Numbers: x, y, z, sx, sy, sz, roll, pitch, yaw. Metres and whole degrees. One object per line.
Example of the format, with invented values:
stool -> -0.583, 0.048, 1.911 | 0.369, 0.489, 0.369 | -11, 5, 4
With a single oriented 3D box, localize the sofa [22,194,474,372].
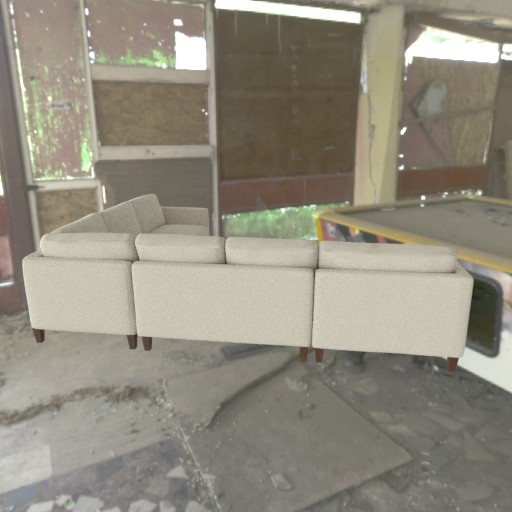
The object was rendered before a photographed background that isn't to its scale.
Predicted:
sofa -> 0.000, 0.000, 4.559 | 3.459, 0.956, 2.593 | 2, 16, 8
